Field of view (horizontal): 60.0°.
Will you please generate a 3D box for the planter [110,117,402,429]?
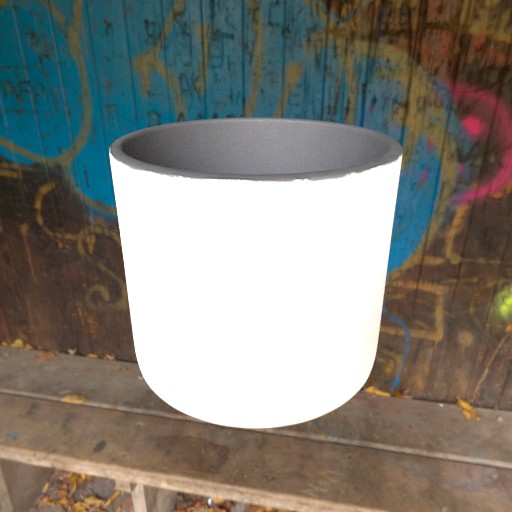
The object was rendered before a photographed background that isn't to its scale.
[{"bbox_3d":[0.000,0.000,0.384,0.221,0.201,0.221,0,26,0],"label":"planter"}]
